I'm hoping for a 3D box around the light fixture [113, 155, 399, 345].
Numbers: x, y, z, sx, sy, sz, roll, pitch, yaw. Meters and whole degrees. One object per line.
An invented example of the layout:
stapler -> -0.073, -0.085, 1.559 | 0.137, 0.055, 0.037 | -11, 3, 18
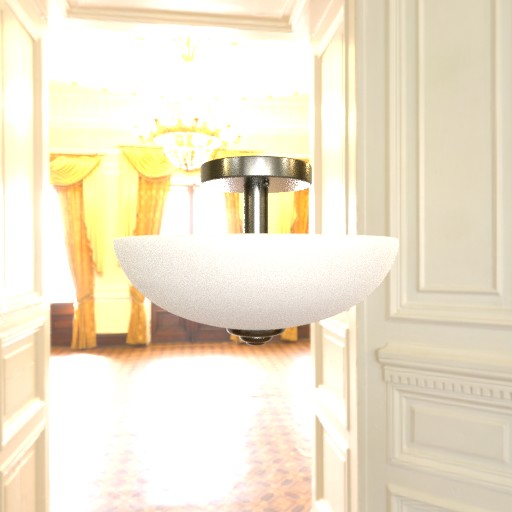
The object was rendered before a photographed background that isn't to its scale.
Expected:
light fixture -> 0.000, 0.000, 0.537 | 0.330, 0.214, 0.330 | 0, 0, 0
